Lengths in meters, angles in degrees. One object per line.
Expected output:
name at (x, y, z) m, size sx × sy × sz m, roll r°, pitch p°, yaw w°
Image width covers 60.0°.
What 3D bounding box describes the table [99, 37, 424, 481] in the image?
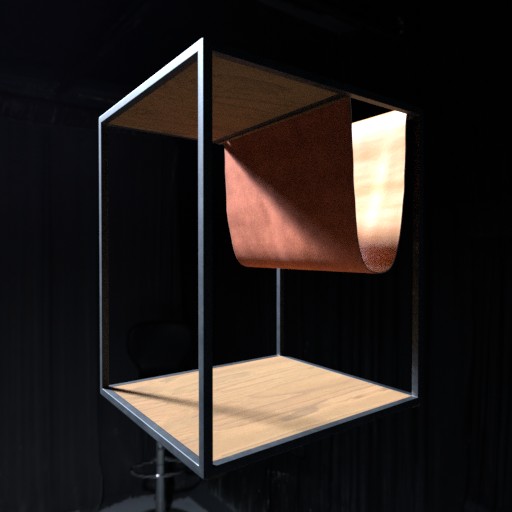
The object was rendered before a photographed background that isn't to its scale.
table at (0.000, 0.000, 0.821) m, size 0.450 × 0.536 × 0.399 m, roll -1°, pitch 1°, yaw -36°
